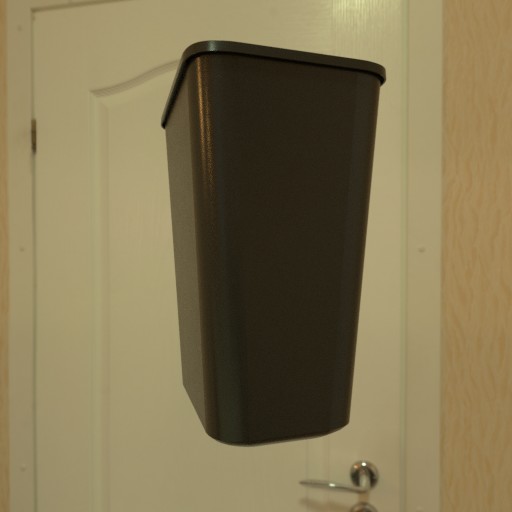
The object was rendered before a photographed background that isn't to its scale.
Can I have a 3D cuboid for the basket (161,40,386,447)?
[{"bbox_3d":[0.000,0.000,0.747,0.287,0.521,0.394,0,1,-17],"label":"basket"}]
